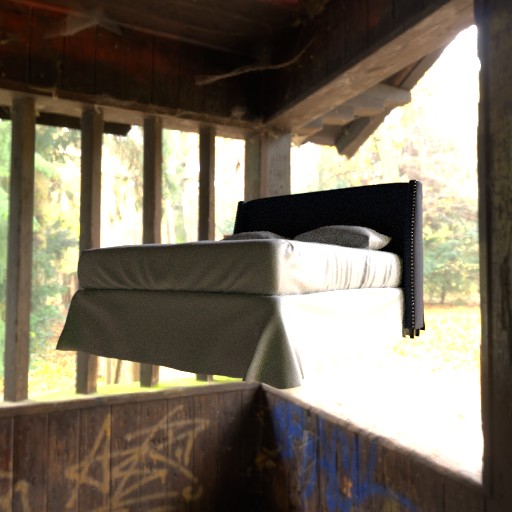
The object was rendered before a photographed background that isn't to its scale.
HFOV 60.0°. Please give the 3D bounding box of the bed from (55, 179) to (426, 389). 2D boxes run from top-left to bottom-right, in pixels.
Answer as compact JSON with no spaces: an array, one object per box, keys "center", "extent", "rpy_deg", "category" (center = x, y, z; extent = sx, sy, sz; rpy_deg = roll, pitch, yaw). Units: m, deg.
[{"center":[0.000,0.000,3.398],"extent":[1.925,1.332,2.276],"rpy_deg":[-2,-3,35],"category":"bed"}]
